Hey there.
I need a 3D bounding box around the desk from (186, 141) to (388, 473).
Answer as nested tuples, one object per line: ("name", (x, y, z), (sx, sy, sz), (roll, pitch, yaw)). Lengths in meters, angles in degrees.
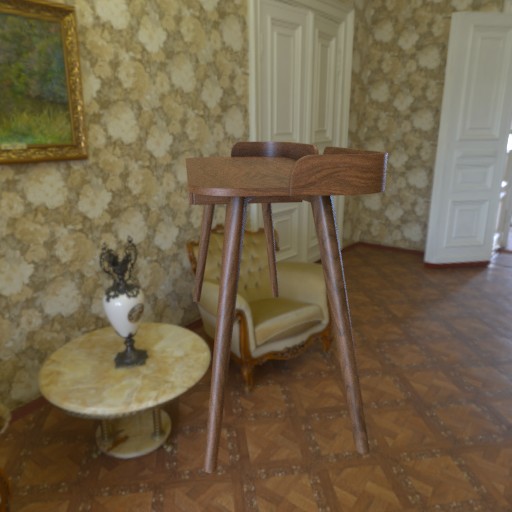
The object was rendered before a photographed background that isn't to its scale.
("desk", (0.000, 0.000, 1.659), (0.486, 0.800, 1.256), (-2, 16, -9))
